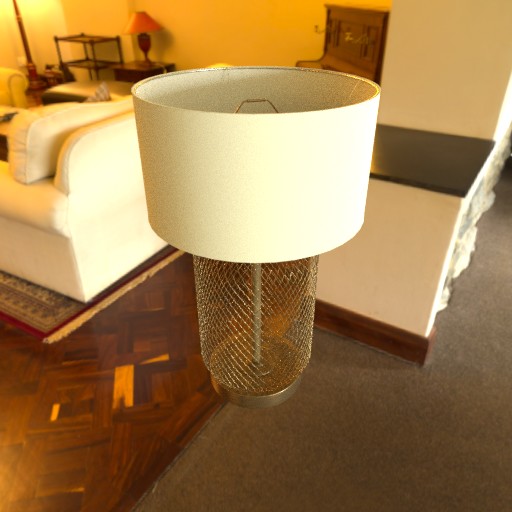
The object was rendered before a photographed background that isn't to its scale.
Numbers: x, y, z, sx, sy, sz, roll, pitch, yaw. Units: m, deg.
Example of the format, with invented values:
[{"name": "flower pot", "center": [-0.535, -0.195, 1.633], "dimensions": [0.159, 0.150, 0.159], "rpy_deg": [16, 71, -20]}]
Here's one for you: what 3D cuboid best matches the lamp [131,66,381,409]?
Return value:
[{"name": "lamp", "center": [0.000, 0.000, 0.790], "dimensions": [0.353, 0.578, 0.353], "rpy_deg": [0, 31, 0]}]
